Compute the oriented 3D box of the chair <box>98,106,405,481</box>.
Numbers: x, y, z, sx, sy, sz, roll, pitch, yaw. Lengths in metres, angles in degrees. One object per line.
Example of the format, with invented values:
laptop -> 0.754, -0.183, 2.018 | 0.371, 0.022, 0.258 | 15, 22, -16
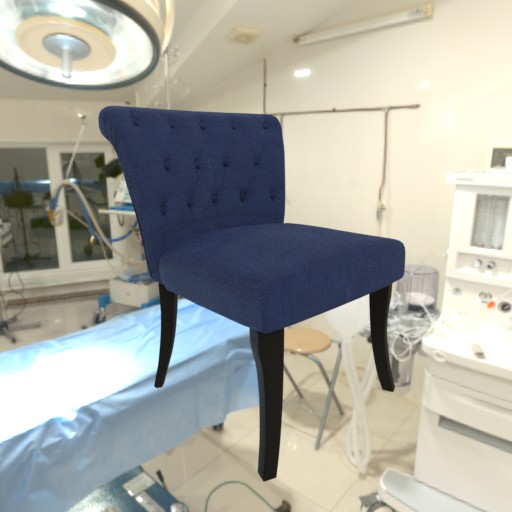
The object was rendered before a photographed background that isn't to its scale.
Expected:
chair -> 0.000, 0.000, 1.172 | 0.585, 0.753, 0.606 | -13, 20, -42
